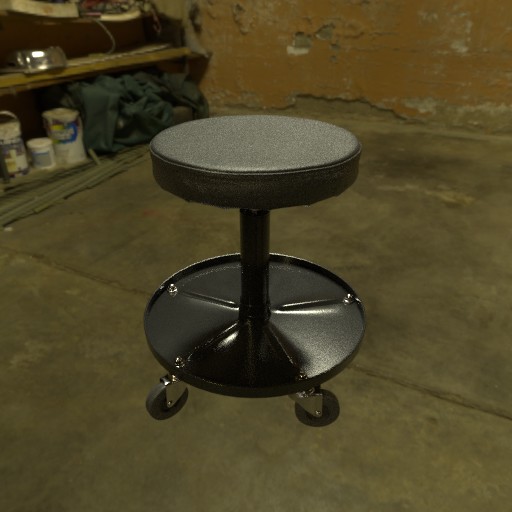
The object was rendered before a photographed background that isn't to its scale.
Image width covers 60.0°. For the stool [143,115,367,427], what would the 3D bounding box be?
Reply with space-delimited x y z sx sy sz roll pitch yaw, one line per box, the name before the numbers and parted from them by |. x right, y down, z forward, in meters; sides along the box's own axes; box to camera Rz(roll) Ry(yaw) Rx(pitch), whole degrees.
stool | 0.000 0.000 0.671 0.381 0.365 0.382 -9 31 -14
